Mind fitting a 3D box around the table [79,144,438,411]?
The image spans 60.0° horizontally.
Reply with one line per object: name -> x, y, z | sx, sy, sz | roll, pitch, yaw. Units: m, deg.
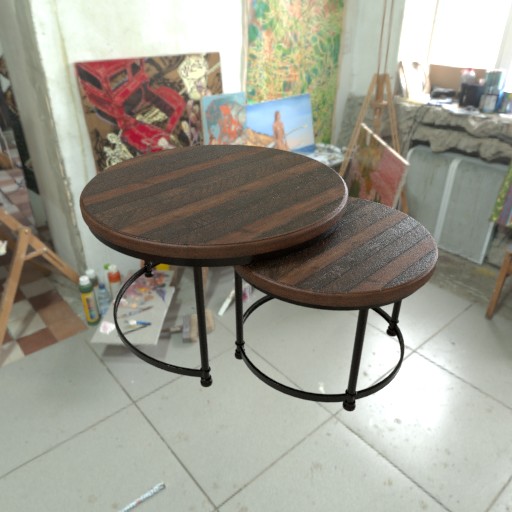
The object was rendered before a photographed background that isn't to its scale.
table -> 0.000, 0.000, 1.571 | 1.152, 0.516, 0.870 | 11, 32, 17
